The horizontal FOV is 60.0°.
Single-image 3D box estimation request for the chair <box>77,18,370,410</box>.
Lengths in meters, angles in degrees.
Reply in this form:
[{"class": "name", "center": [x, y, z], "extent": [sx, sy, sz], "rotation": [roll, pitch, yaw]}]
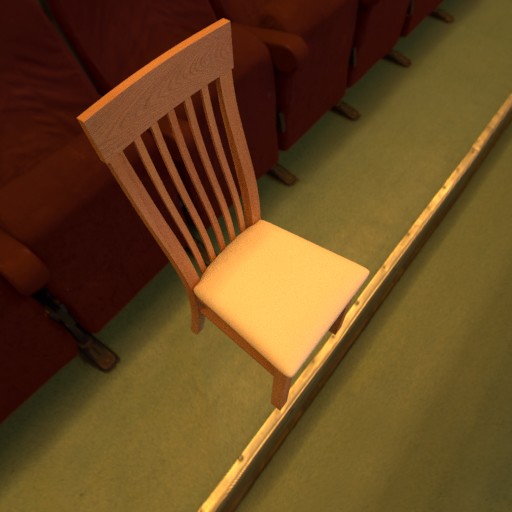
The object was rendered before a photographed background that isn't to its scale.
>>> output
[{"class": "chair", "center": [0.000, 0.000, 1.326], "extent": [0.580, 1.050, 0.450], "rotation": [33, 64, 19]}]
